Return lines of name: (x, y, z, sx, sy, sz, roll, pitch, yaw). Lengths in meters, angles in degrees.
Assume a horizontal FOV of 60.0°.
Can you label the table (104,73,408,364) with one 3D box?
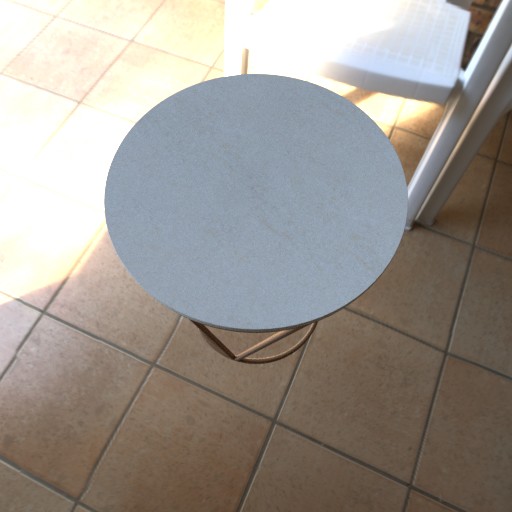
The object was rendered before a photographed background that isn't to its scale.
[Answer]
table: (0.000, 0.000, 0.988, 0.500, 0.564, 0.500, 0, 65, 0)
